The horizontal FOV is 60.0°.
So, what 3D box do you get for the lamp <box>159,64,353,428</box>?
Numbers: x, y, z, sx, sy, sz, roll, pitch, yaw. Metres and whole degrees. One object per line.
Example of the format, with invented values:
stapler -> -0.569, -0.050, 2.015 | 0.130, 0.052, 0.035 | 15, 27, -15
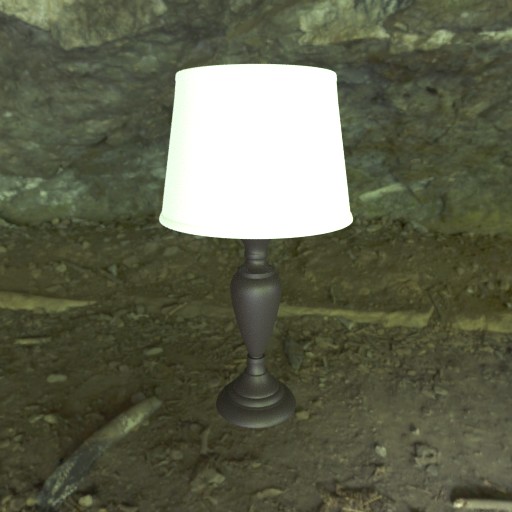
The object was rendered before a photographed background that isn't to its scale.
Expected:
lamp -> 0.000, 0.000, 0.804 | 0.335, 0.611, 0.335 | 0, 16, 0
